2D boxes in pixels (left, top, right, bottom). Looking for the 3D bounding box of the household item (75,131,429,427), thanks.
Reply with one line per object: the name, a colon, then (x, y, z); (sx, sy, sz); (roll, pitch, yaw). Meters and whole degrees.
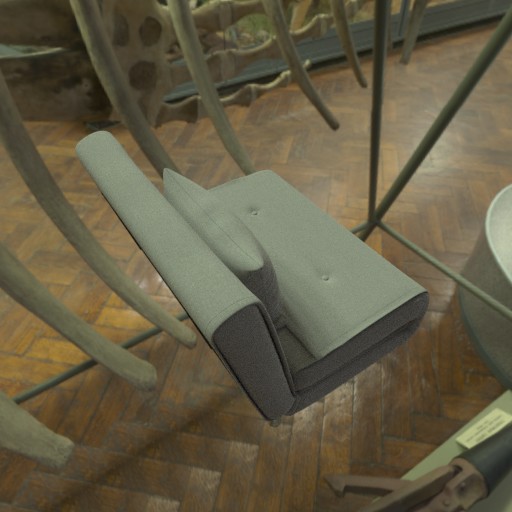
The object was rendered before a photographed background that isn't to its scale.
household item: (0.000, 0.000, 1.660); (0.874, 0.800, 1.000); (-24, 48, -24)
